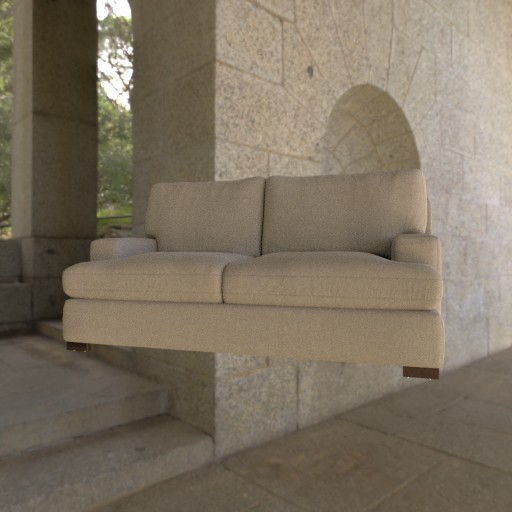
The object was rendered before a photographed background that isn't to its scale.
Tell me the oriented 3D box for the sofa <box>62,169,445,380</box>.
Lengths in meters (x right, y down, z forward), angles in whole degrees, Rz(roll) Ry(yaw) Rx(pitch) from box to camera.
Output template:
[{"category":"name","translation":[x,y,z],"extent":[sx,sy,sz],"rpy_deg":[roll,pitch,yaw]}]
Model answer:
[{"category":"sofa","translation":[0.000,0.000,2.421],"extent":[1.855,0.980,0.962],"rpy_deg":[0,0,18]}]
